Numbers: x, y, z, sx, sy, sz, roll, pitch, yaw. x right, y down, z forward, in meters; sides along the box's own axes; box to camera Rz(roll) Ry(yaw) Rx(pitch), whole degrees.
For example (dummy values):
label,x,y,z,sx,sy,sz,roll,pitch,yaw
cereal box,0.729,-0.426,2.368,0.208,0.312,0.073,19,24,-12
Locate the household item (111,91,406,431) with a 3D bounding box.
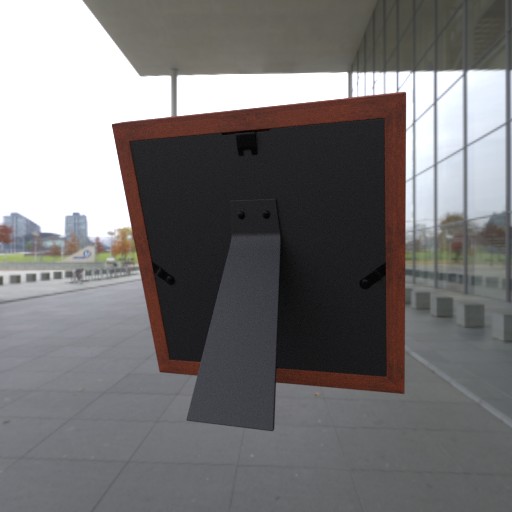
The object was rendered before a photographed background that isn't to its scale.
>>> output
label,x,y,z,sx,sy,sz,roll,pitch,yaw
household item,0.000,0.000,0.375,0.240,0.240,0.131,0,0,18
